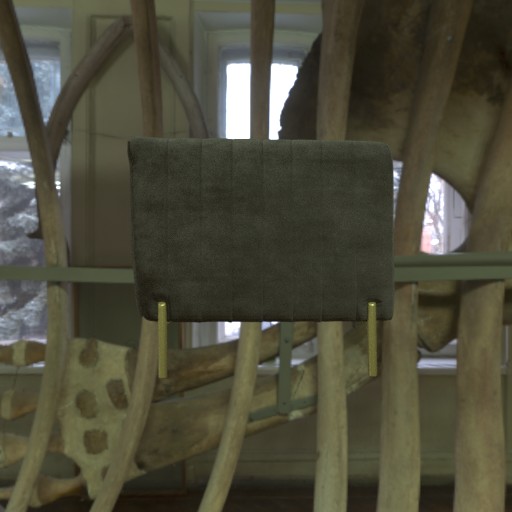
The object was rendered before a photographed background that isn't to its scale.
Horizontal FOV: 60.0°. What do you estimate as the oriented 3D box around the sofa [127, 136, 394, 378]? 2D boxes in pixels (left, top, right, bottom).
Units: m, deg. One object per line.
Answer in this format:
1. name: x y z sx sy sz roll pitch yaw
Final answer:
1. sofa: 0.000 0.000 2.380 0.876 0.780 1.980 0 0 -1
